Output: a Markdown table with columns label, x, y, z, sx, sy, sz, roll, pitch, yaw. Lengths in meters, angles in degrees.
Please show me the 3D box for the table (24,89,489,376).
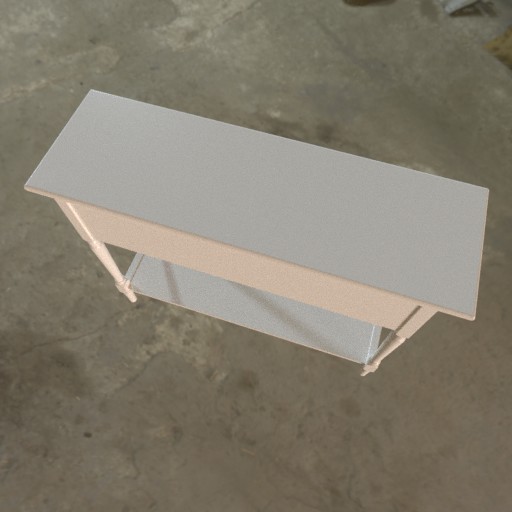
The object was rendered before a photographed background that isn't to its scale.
| label | x | y | z | sx | sy | sz | roll | pitch | yaw |
| --- | --- | --- | --- | --- | --- | --- | --- | --- | --- |
| table | 0.000 | 0.000 | 1.546 | 1.191 | 0.814 | 0.386 | 16 | 64 | 8 |
